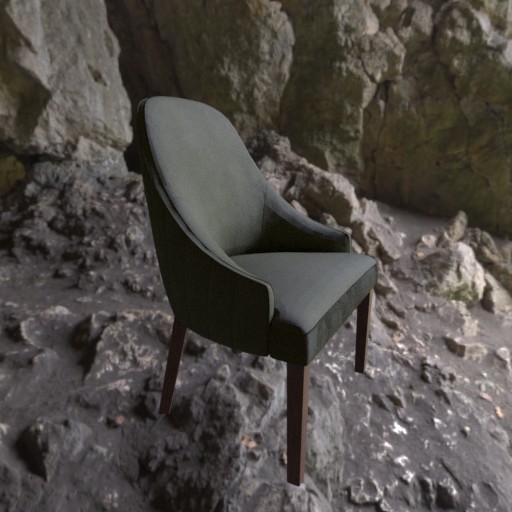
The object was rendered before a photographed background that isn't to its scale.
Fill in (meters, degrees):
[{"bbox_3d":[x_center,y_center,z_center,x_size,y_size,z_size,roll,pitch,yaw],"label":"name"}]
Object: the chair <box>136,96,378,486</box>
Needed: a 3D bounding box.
[{"bbox_3d":[0.000,0.000,1.281,0.575,0.889,0.643,8,17,27],"label":"chair"}]
